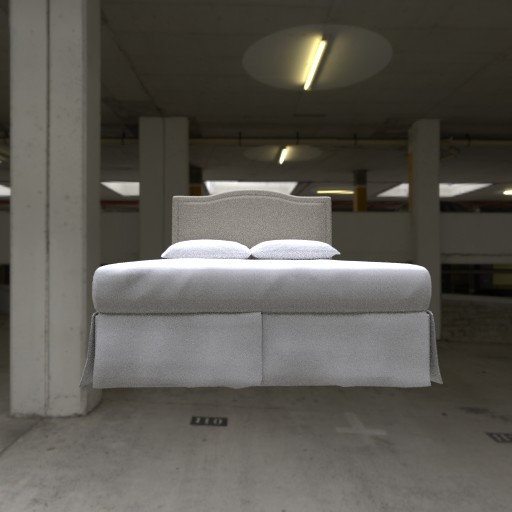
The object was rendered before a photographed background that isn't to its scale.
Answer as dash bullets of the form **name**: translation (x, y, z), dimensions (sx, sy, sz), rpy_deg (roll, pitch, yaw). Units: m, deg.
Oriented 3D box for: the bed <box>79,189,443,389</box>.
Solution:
- **bed**: translation (0.000, 0.000, 3.584), dimensions (1.977, 1.437, 2.477), rpy_deg (0, 0, -2)
